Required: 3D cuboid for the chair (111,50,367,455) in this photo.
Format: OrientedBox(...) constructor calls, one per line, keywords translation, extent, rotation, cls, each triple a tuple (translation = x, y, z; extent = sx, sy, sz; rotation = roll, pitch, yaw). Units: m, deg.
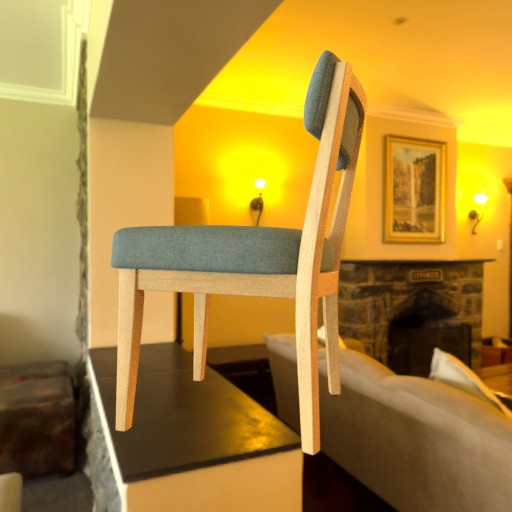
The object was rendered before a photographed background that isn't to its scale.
OrientedBox(translation=(0.000, 0.000, 1.177), extent=(0.572, 0.832, 0.508), rotation=(0, 0, 17), cls="chair")
